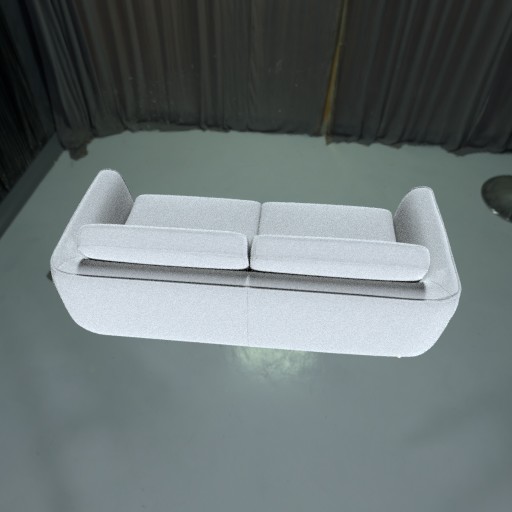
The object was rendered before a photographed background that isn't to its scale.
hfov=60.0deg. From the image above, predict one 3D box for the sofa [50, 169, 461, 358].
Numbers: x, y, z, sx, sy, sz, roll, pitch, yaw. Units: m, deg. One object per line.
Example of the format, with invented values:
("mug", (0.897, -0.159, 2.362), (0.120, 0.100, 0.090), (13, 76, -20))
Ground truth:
("sofa", (0.000, 0.000, 2.484), (2.000, 0.850, 0.920), (4, 48, 4))
